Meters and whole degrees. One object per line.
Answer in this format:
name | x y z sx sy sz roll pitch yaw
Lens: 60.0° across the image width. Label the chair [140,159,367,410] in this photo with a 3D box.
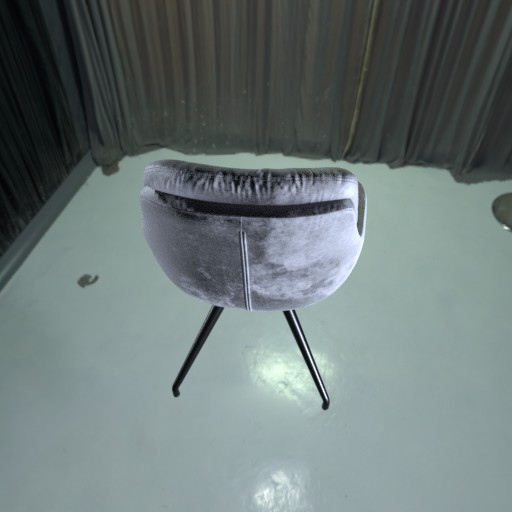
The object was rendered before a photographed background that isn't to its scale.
chair | 0.000 0.000 1.254 0.579 0.888 0.569 4 45 4
